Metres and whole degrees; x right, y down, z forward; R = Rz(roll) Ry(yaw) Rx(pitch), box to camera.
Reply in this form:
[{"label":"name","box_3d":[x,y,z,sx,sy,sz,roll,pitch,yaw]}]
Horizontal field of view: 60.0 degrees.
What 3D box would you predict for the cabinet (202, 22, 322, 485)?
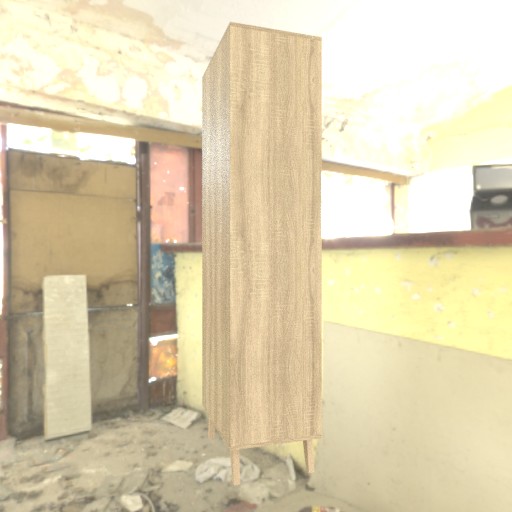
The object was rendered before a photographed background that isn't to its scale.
[{"label":"cabinet","box_3d":[0.000,0.000,2.083,0.400,1.850,0.570,0,0,-18]}]
